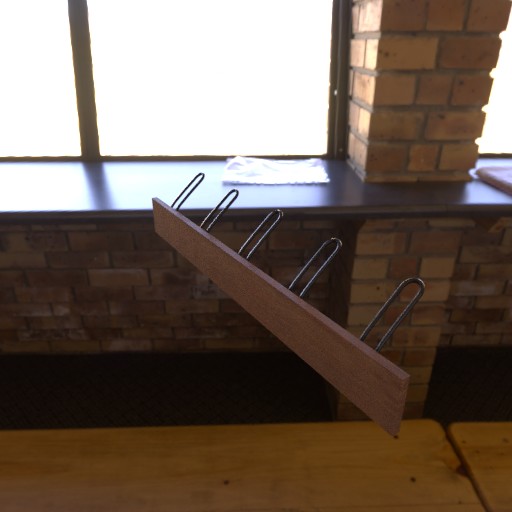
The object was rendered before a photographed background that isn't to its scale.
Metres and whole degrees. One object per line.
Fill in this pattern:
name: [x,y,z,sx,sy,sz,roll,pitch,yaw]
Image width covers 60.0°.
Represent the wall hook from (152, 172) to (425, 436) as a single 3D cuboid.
wall hook: [0.000,0.000,0.594,0.076,0.116,0.554,-16,30,-29]
